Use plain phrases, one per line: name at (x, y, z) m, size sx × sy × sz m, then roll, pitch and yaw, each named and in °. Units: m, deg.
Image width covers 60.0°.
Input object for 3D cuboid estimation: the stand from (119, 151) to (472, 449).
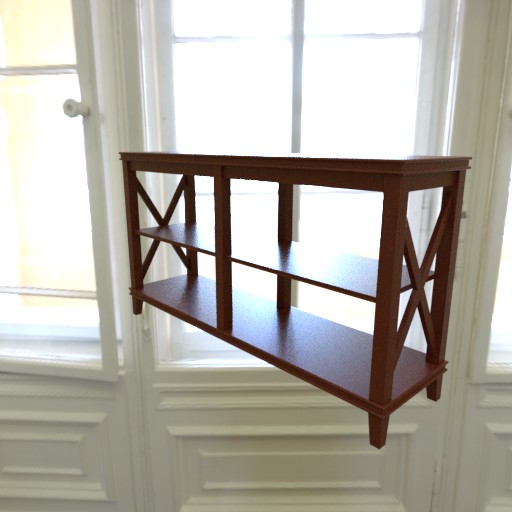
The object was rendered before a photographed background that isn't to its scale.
stand at (0.000, 0.000, 1.695) m, size 0.381 × 0.762 × 1.372 m, roll -13°, pitch 19°, yaw -42°
